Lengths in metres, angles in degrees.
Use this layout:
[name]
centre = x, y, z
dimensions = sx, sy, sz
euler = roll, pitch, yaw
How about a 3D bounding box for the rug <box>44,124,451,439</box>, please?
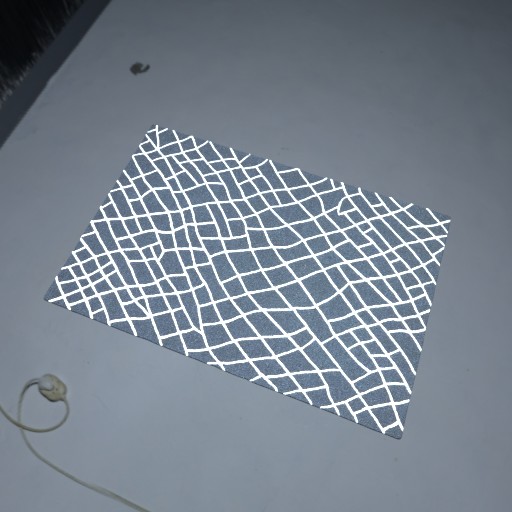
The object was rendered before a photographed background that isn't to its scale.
[rug]
centre = 0.000, 0.000, 2.328
dimensions = 1.830, 0.013, 1.223
euler = 19, 66, 9
